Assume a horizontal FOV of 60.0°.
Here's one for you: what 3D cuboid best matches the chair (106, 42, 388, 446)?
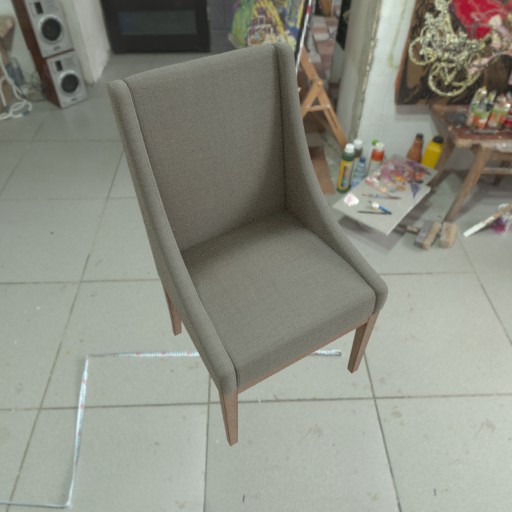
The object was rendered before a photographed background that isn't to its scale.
[{"bbox_3d":[0.000,0.000,1.381,0.575,1.021,0.611,-23,50,-21],"label":"chair"}]
